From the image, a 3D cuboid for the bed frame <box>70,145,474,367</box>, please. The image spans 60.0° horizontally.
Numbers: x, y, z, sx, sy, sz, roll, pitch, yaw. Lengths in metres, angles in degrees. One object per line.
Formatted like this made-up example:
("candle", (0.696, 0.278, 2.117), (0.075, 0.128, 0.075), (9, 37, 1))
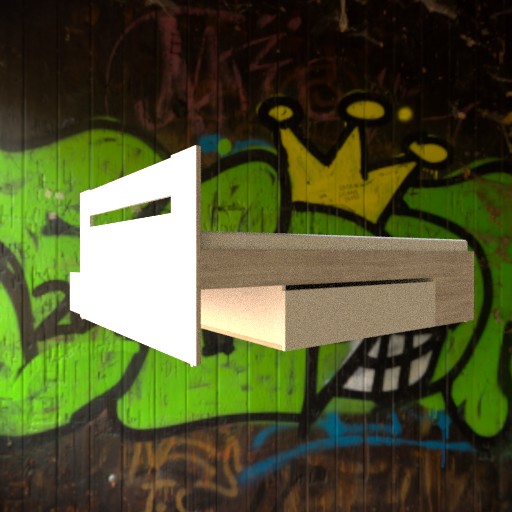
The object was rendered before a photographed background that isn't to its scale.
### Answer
("bed frame", (0.000, 0.000, 3.128), (2.050, 0.860, 2.040), (0, 0, -36))
